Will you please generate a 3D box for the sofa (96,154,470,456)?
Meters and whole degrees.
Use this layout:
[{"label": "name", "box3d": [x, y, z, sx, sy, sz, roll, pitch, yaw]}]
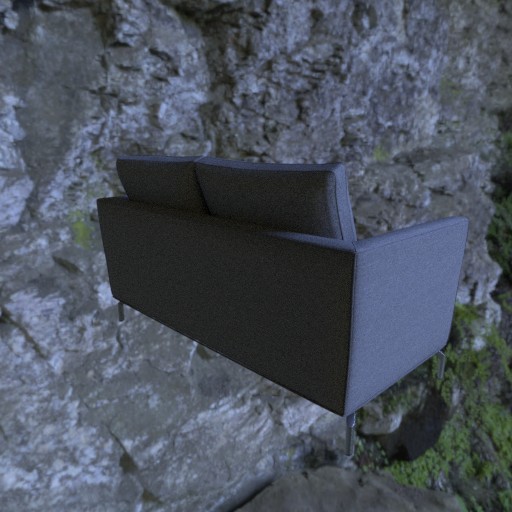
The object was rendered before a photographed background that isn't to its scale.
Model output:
[{"label": "sofa", "box3d": [0.000, 0.000, 2.063, 0.803, 0.924, 1.594, -14, 20, -42]}]
